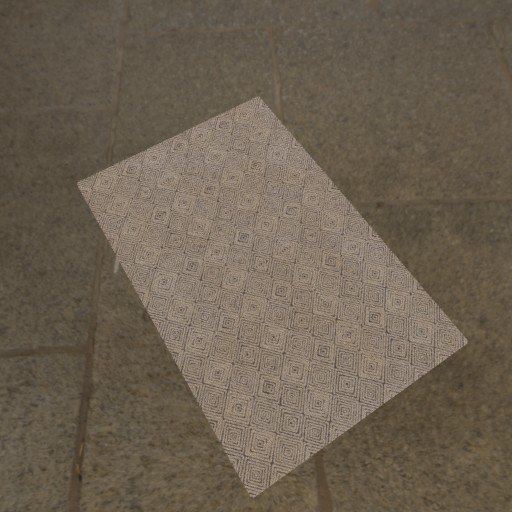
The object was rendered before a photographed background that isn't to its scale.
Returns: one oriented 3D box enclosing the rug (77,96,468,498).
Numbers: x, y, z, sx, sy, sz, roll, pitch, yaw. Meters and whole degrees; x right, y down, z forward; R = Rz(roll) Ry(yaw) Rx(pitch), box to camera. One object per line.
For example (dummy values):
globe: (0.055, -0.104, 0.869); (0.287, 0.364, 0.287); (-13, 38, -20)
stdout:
rug: (0.000, 0.000, 2.217); (1.175, 0.008, 1.783); (-30, 68, -13)
